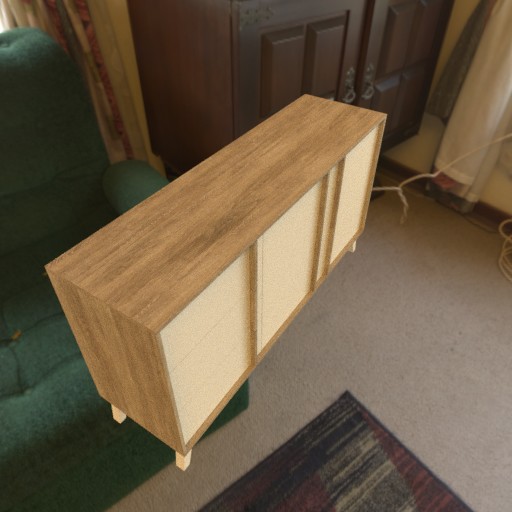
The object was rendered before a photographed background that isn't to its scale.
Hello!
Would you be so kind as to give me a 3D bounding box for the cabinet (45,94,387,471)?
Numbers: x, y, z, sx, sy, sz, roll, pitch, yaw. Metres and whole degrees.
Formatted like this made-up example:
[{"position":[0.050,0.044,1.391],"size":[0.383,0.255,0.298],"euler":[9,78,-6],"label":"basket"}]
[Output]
[{"position":[0.000,0.000,2.017],"size":[0.450,0.870,1.600],"euler":[24,47,25],"label":"cabinet"}]
